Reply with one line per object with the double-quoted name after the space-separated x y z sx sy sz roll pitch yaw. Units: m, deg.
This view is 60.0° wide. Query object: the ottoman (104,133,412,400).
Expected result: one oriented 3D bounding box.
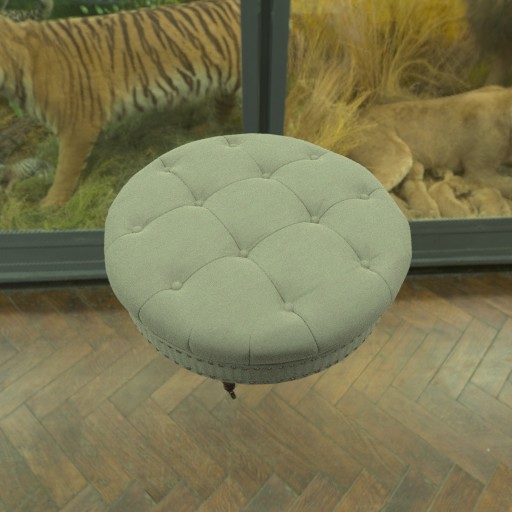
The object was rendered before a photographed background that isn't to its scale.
0.000 0.000 1.417 0.901 0.439 0.901 0 47 0 "ottoman"
